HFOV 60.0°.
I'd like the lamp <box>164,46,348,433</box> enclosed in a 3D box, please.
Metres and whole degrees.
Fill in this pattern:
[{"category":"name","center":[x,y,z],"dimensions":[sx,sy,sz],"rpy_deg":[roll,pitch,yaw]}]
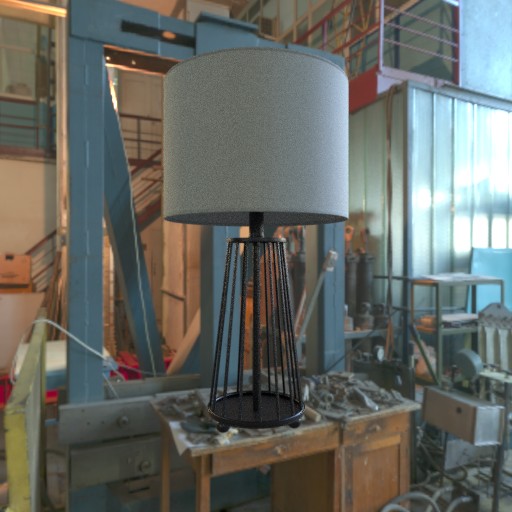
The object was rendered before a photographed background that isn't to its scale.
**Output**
[{"category":"lamp","center":[0.000,0.000,0.788],"dimensions":[0.322,0.593,0.322],"rpy_deg":[0,0,19]}]
